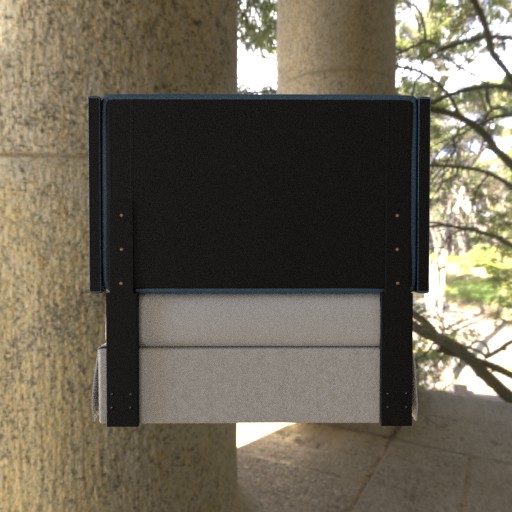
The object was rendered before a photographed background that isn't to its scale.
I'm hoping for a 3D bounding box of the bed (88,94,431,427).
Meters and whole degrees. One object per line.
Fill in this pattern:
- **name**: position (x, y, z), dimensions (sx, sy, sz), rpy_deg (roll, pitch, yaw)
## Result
- **bed**: position (0.000, 0.000, 3.238), dimensions (1.719, 1.665, 2.078), rpy_deg (0, 1, 0)
